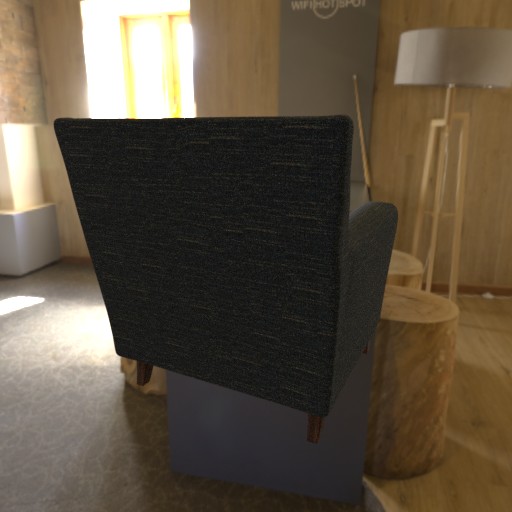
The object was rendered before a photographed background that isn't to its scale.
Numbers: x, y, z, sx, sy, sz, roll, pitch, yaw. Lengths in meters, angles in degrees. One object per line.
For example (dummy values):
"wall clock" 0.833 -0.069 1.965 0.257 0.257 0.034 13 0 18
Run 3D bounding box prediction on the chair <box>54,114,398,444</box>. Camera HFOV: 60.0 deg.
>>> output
"chair" 0.000 0.000 1.564 0.864 0.928 0.873 8 18 26
